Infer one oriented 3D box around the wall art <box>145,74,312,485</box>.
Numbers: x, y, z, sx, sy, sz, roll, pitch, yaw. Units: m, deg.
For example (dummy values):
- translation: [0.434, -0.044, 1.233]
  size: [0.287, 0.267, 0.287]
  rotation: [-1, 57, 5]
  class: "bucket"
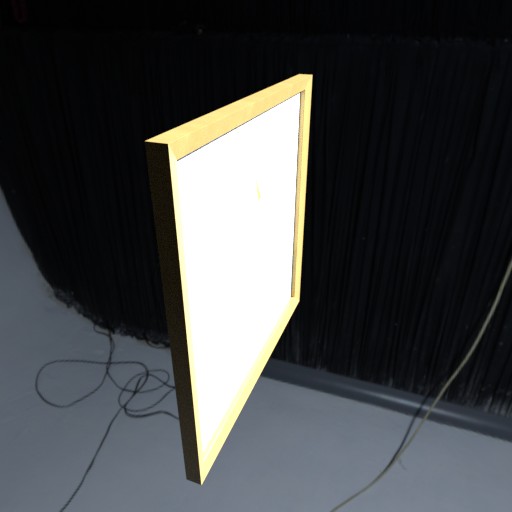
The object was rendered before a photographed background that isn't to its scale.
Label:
- translation: [0.000, 0.000, 2.828]
  size: [0.097, 1.936, 1.935]
  rotation: [11, 31, 19]
  class: "wall art"
